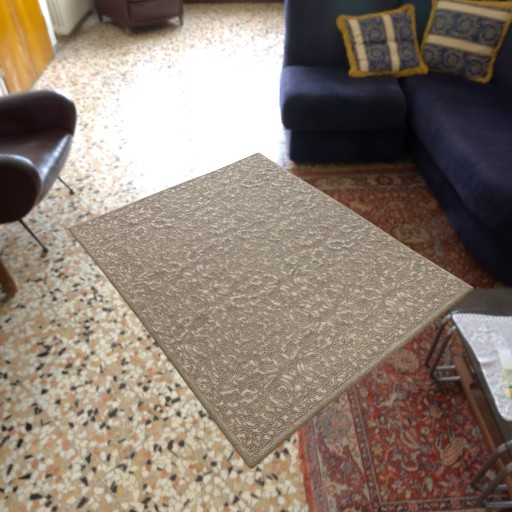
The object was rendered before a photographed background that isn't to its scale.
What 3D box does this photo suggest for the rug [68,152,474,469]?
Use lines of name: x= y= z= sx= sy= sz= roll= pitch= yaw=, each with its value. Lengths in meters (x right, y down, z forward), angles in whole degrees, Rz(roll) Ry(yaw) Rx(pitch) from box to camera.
rug: x=0.000 y=0.000 z=4.167 sx=2.472 sy=0.035 sz=3.017 roll=-28 pitch=50 yaw=-27
